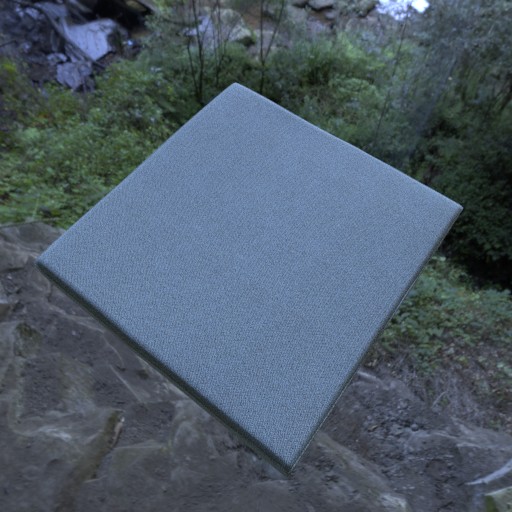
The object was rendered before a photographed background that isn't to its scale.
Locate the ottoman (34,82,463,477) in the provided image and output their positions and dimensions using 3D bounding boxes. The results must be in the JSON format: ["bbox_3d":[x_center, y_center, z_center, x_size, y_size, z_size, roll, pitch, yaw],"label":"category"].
[{"bbox_3d":[0.000,0.000,1.536,0.968,0.379,1.004,34,68,16],"label":"ottoman"}]
